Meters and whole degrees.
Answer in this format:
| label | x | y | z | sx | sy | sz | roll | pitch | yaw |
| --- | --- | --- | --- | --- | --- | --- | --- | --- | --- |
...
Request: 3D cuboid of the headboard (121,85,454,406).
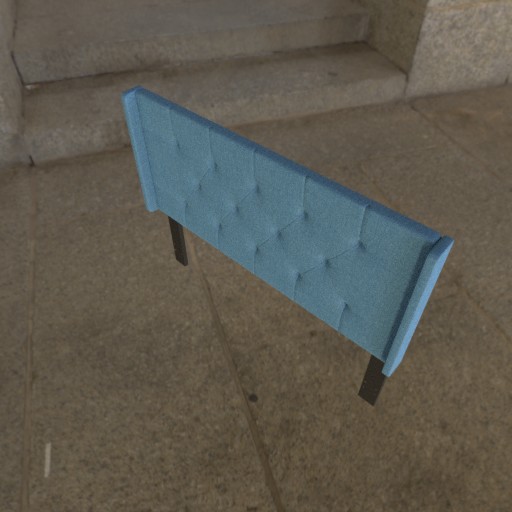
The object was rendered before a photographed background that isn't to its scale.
| label | x | y | z | sx | sy | sz | roll | pitch | yaw |
| --- | --- | --- | --- | --- | --- | --- | --- | --- | --- |
| headboard | 0.000 | 0.000 | 2.764 | 2.051 | 1.524 | 0.184 | 33 | 54 | 28 |
